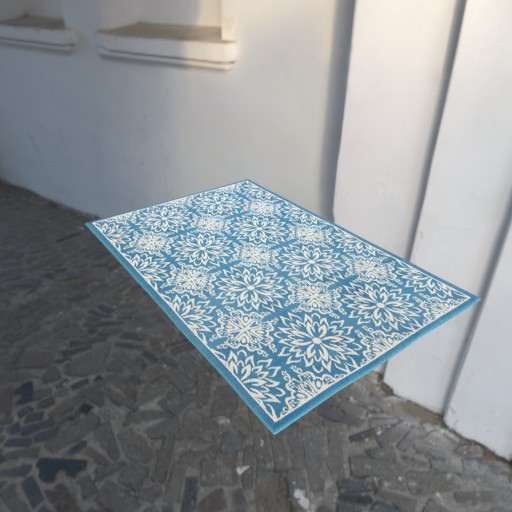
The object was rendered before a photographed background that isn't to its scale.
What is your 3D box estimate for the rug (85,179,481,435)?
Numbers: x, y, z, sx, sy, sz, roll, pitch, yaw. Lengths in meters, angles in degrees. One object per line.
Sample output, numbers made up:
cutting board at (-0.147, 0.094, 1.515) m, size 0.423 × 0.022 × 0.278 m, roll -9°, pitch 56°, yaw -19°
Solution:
rug at (0.000, 0.000, 3.551) m, size 1.830 × 0.018 × 2.769 m, roll -21°, pitch 37°, yaw -31°
